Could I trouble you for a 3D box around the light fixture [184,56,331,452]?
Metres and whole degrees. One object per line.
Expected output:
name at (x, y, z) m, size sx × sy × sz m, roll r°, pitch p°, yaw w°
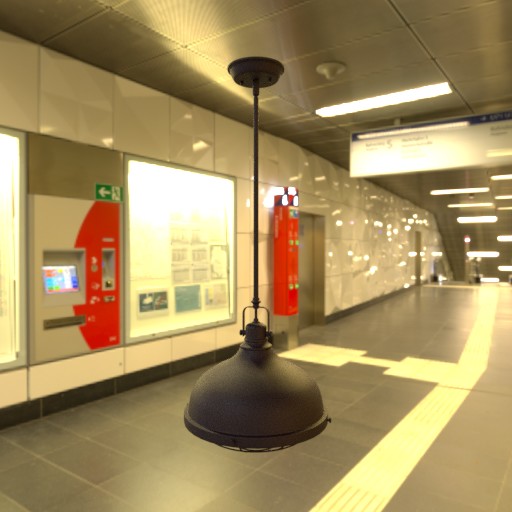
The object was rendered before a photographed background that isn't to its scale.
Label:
light fixture at (0.000, 0.000, 1.010) m, size 0.341 × 0.849 × 0.341 m, roll 0°, pitch 1°, yaw 16°
